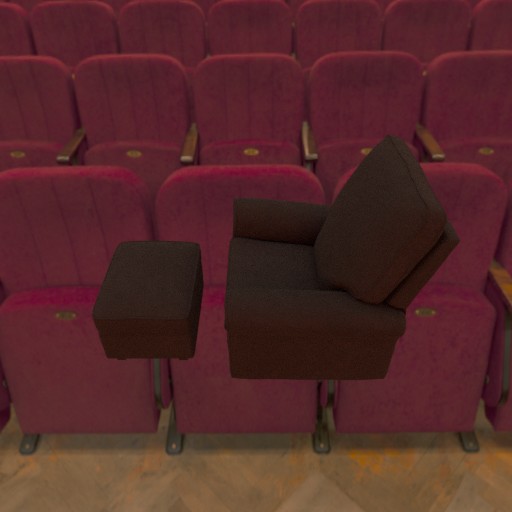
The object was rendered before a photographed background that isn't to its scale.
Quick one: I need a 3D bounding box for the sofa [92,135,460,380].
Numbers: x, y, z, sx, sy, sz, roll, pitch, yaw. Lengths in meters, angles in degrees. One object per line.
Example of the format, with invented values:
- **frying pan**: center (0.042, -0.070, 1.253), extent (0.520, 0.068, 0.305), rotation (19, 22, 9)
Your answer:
- **sofa**: center (0.000, 0.000, 2.077), extent (1.478, 0.959, 0.880), rotation (0, 40, 0)
